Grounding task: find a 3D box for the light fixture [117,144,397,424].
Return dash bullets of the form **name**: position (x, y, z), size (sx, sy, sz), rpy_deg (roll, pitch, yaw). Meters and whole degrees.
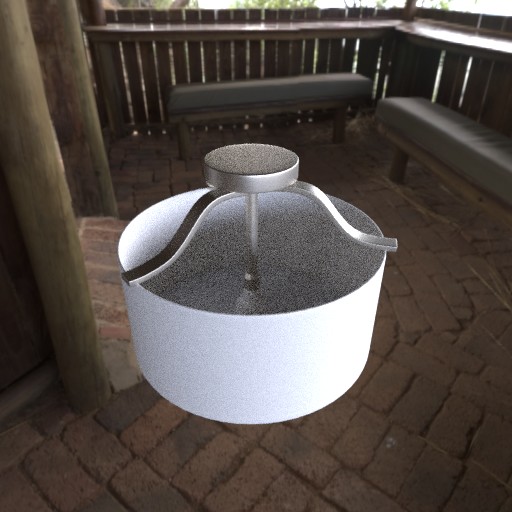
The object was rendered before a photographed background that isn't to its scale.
- **light fixture**: position (0.000, 0.000, 0.666), size (0.395, 0.304, 0.395), rpy_deg (0, 31, 0)
